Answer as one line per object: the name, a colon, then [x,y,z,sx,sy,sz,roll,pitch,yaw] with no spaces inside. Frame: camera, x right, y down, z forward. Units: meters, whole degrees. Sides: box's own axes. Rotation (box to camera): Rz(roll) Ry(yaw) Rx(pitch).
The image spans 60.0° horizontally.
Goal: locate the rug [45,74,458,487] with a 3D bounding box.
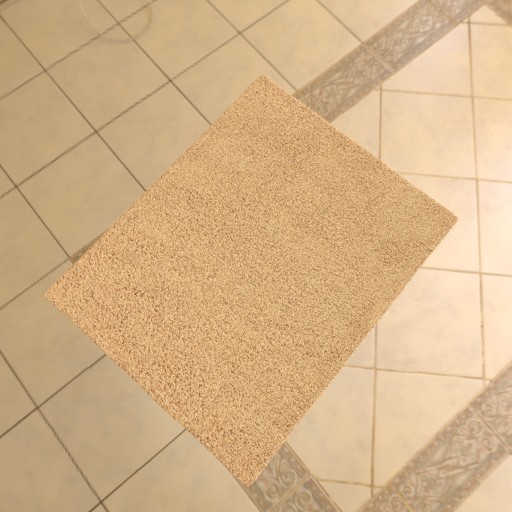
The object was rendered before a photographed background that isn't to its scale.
rug: [0.000,0.000,4.085,2.438,0.029,3.047,40,79,10]
